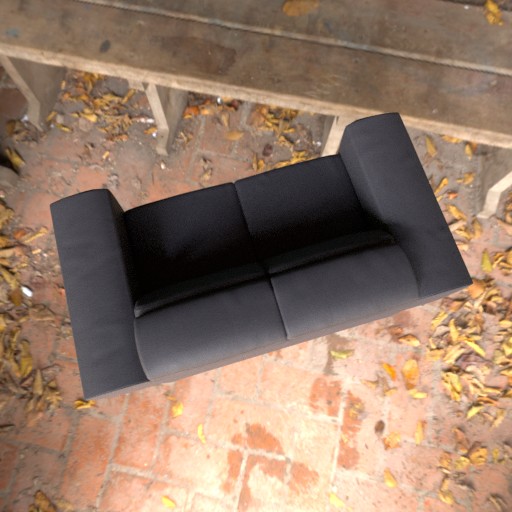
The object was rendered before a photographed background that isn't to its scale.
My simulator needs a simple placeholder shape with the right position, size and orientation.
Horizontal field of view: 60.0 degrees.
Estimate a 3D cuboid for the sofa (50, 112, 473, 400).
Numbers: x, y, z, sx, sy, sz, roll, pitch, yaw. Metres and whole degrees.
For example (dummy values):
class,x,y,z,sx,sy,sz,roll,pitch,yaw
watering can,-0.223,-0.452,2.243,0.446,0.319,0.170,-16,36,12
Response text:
class,x,y,z,sx,sy,sz,roll,pitch,yaw
sofa,0.000,0.000,2.377,1.895,0.779,1.003,-16,75,-4
